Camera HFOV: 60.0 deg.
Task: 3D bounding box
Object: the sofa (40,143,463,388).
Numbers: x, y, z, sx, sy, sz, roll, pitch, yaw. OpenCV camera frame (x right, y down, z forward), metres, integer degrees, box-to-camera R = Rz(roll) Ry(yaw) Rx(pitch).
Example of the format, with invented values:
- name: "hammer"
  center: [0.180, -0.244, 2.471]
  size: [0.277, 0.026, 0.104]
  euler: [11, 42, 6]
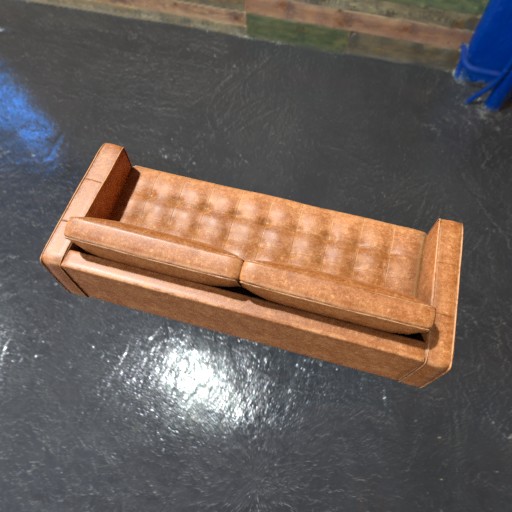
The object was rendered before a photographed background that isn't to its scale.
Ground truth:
- name: "sofa"
  center: [0.000, 0.000, 2.584]
  size: [2.199, 0.779, 0.886]
  euler: [14, 64, 7]
